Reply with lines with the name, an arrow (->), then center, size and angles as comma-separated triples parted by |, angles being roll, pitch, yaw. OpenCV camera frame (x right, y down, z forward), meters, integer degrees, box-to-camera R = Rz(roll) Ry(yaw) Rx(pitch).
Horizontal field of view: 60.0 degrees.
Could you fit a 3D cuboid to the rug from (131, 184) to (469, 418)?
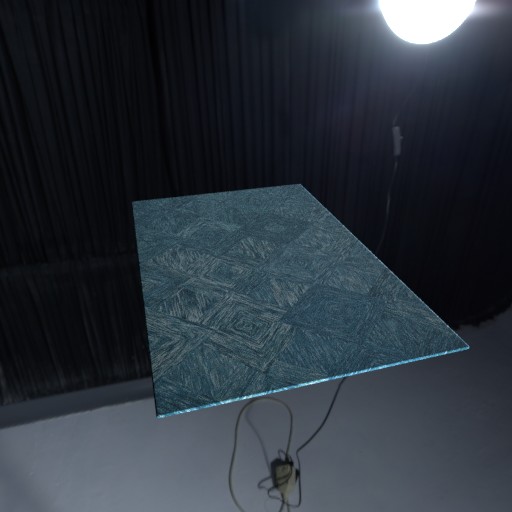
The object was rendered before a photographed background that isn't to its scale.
rug -> 0.000, 0.000, 2.905 | 1.490, 0.015, 2.277 | -8, 31, -14
